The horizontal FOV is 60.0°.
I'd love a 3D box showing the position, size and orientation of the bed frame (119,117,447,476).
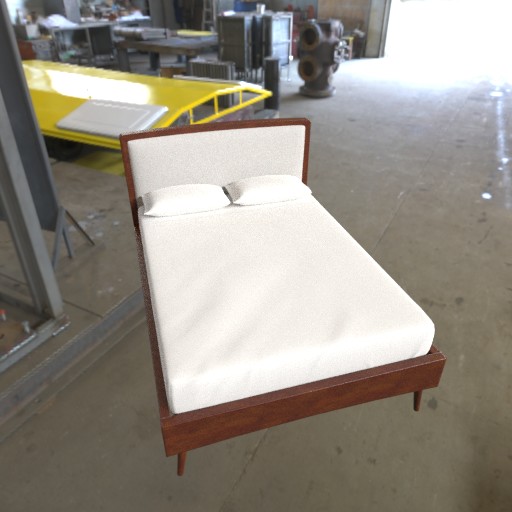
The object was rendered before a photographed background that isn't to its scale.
[{"bbox_3d":[0.000,0.000,3.088,1.587,1.279,2.171,-9,33,-14],"label":"bed frame"}]
